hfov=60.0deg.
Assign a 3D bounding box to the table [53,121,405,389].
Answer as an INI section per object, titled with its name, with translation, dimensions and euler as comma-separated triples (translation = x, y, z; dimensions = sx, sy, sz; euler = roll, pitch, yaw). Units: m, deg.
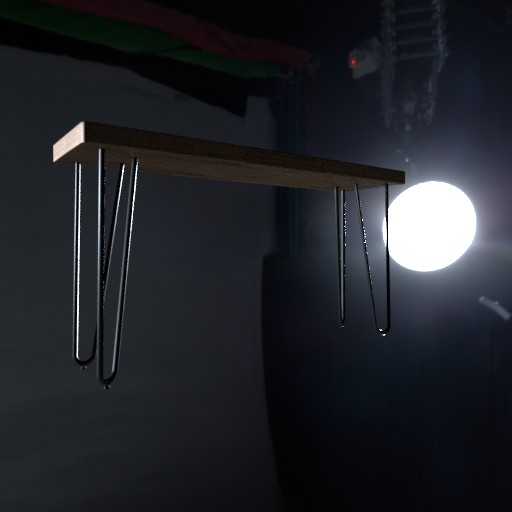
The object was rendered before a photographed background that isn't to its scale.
[table]
translation = 0.000, 0.000, 1.949
dimensions = 1.570, 0.834, 0.425
euler = -1, 2, -36
